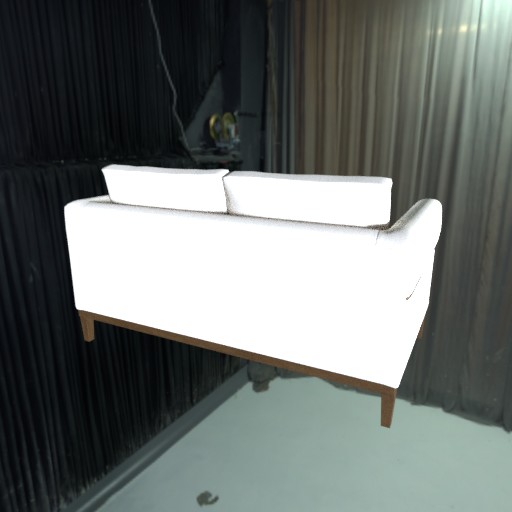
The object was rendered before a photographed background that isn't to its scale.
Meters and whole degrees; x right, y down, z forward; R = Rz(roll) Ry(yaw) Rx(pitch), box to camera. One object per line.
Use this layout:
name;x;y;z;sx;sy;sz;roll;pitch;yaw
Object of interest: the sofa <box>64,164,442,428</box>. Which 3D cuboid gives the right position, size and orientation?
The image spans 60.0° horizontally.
sofa;0.000;0.000;2.170;1.598;0.873;0.905;8;18;26
